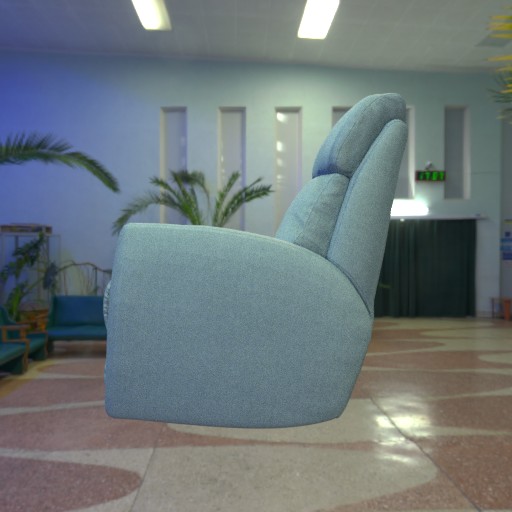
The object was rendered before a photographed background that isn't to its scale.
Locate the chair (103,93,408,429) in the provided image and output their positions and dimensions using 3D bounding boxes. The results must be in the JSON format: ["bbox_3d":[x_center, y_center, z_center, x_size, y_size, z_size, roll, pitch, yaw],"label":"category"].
[{"bbox_3d":[0.000,0.000,1.630,0.940,1.013,0.812,0,0,0],"label":"chair"}]
